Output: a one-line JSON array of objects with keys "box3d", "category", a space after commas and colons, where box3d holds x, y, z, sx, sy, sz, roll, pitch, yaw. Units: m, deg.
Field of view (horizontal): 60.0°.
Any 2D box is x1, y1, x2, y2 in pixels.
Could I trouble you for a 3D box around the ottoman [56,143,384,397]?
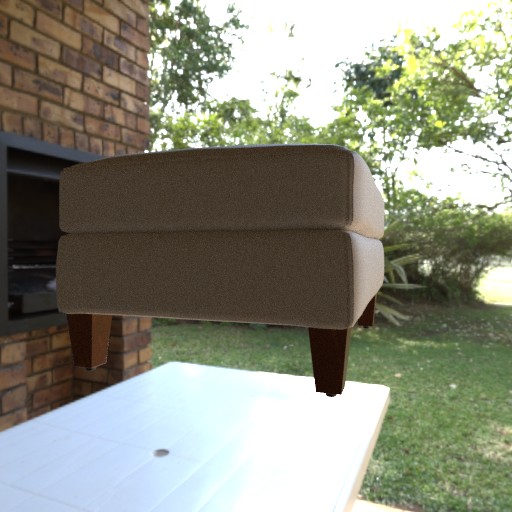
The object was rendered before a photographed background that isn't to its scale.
[{"box3d": [0.000, 0.000, 1.192, 0.634, 0.479, 0.818, 0, 1, 19], "category": "ottoman"}]
